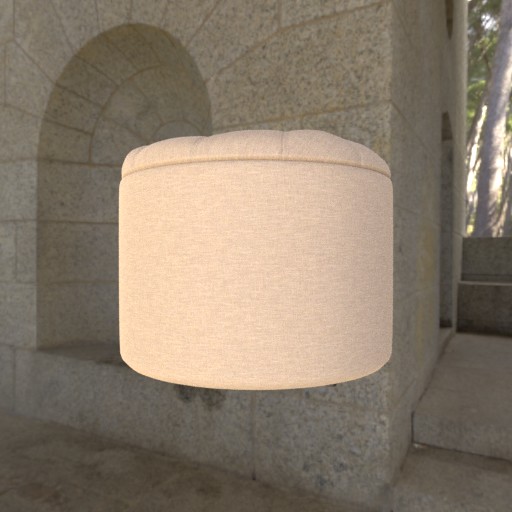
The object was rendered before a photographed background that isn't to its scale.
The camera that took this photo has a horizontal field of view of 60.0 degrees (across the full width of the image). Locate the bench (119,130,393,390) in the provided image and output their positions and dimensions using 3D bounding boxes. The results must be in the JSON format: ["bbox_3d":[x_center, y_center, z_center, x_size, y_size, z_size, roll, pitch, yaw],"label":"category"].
[{"bbox_3d":[0.000,0.000,1.016,0.600,0.454,0.600,0,0,0],"label":"bench"}]
